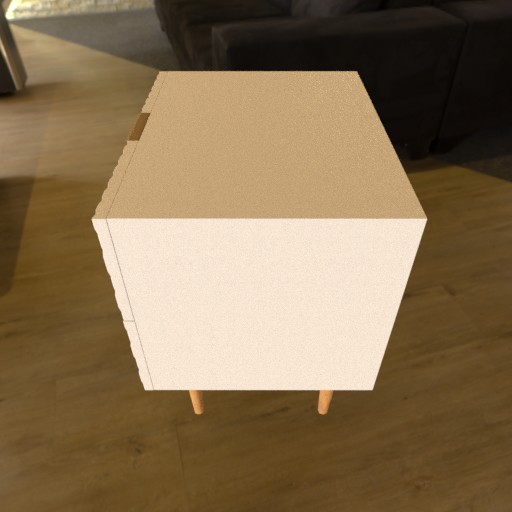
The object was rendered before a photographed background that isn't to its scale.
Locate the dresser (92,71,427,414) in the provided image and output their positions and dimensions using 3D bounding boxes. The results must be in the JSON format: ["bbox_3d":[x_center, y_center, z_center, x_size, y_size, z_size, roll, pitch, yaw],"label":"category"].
[{"bbox_3d":[0.000,0.000,0.911,0.414,0.568,0.503,0,42,0],"label":"dresser"}]
